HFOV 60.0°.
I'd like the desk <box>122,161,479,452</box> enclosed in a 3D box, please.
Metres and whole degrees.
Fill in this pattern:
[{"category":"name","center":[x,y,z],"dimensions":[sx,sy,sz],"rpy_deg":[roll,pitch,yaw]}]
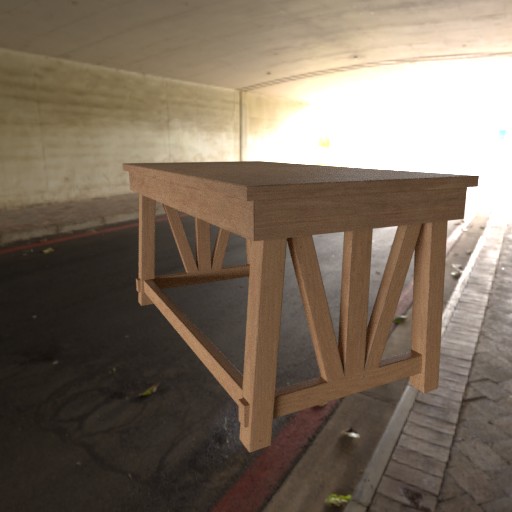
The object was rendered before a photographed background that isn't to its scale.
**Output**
[{"category":"desk","center":[0.000,0.000,1.953],"dimensions":[0.813,0.762,1.499],"rpy_deg":[-7,16,-26]}]
